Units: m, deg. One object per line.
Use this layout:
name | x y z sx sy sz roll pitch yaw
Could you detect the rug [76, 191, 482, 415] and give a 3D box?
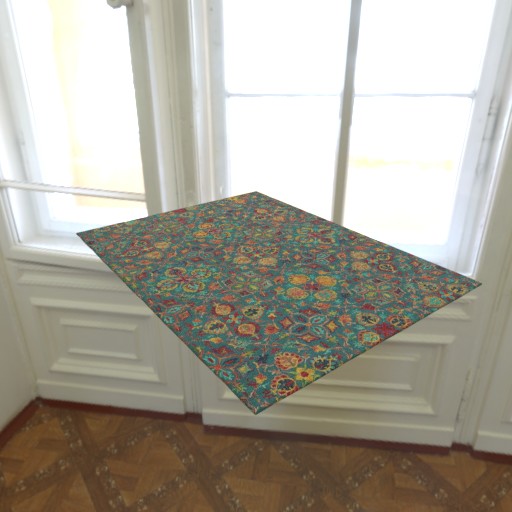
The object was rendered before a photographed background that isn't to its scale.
rug | 0.000 0.000 4.271 2.434 0.025 3.204 -18 32 -33
